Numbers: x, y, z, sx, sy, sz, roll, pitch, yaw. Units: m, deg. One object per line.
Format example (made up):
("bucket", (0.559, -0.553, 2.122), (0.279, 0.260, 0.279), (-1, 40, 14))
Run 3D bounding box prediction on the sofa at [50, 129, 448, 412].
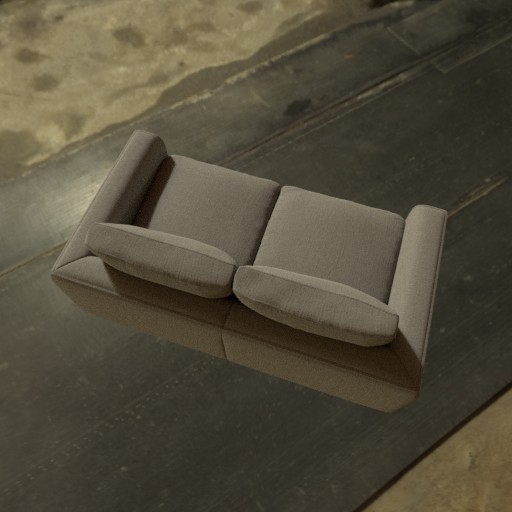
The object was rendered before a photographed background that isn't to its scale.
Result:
("sofa", (0.000, 0.000, 2.475), (1.920, 0.800, 1.069), (16, 64, 8))
